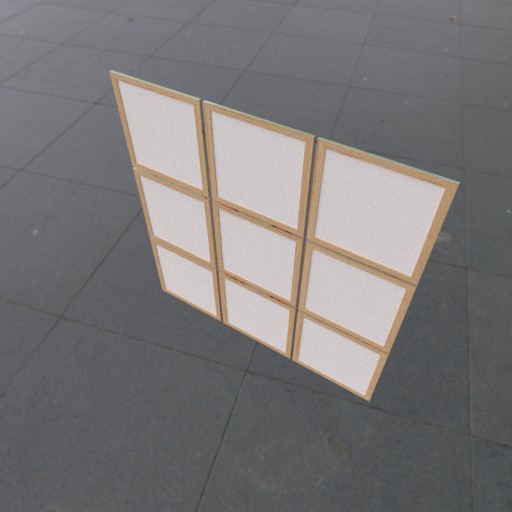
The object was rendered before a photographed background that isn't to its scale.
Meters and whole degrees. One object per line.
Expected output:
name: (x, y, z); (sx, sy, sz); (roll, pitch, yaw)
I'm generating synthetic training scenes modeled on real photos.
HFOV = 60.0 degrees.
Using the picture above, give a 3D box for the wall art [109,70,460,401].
wall art: (0.000, 0.000, 2.228); (1.517, 1.523, 0.013); (25, 51, 21)
